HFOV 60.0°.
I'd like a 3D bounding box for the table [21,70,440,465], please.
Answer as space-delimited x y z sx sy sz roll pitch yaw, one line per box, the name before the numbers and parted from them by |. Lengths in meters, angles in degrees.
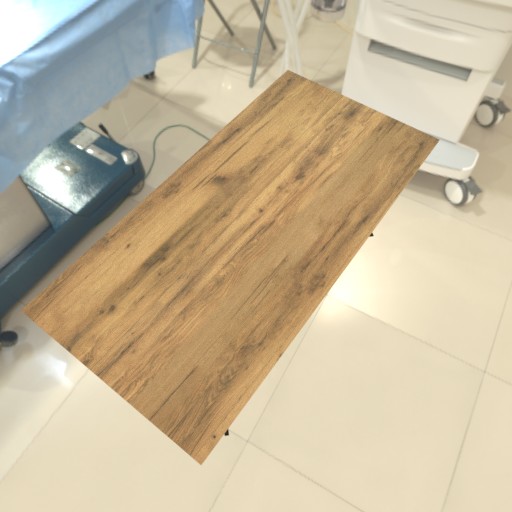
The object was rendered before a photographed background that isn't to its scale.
table | 0.000 0.000 2.471 1.000 0.770 2.000 32 64 18
